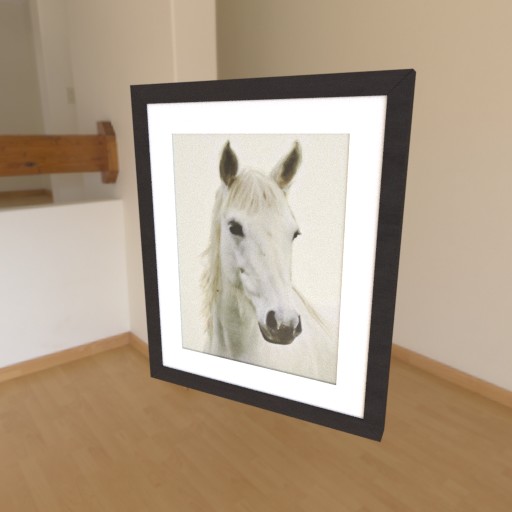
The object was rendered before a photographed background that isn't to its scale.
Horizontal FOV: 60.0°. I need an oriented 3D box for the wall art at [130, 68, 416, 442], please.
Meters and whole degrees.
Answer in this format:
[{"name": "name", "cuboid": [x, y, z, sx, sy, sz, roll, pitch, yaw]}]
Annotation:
[{"name": "wall art", "cuboid": [0.000, 0.000, 0.741, 0.455, 0.552, 0.034, 7, 17, 25]}]
